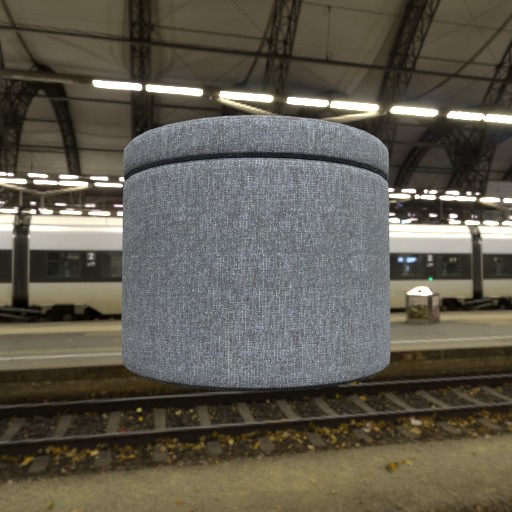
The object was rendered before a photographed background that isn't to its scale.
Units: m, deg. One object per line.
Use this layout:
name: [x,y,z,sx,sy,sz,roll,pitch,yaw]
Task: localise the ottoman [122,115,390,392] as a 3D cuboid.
ottoman: [0.000,0.000,0.863,0.500,0.419,0.500,0,-2,0]
